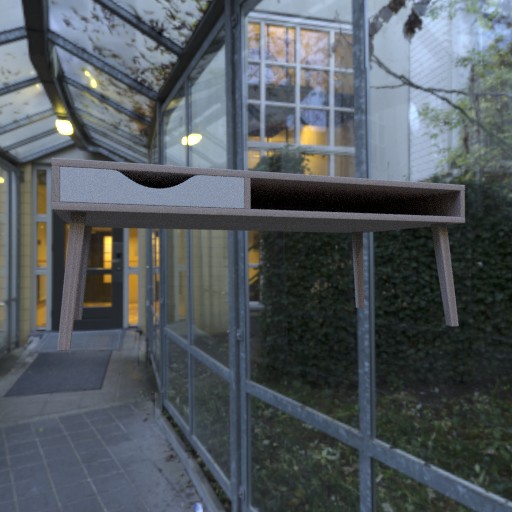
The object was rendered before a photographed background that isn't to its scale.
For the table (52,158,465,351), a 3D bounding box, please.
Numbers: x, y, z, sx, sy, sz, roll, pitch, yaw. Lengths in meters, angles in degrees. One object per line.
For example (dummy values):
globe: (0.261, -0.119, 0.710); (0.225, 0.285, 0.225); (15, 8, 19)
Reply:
table: (0.000, 0.000, 1.498); (1.200, 0.450, 0.600); (0, 0, -19)
